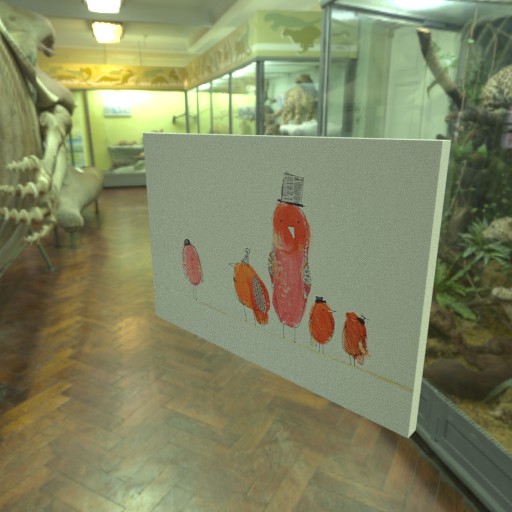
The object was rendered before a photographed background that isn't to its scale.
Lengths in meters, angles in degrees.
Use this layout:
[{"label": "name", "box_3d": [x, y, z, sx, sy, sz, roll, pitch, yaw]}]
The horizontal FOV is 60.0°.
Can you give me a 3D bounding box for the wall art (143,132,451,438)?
[{"label": "wall art", "box_3d": [0.000, 0.000, 1.161, 0.914, 0.609, 0.038, 15, 22, 41]}]
